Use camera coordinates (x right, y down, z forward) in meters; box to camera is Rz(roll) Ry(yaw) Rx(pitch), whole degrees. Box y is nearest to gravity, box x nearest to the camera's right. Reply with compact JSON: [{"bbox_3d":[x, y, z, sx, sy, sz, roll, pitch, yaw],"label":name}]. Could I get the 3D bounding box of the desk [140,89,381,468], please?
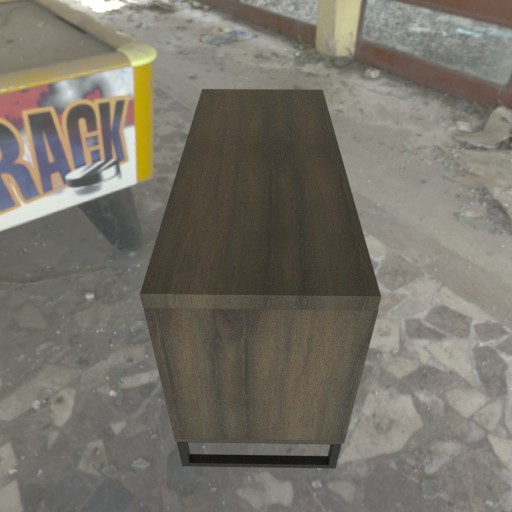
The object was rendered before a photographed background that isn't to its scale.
[{"bbox_3d":[0.000,0.000,1.542,0.511,0.752,1.134,1,40,1],"label":"desk"}]
